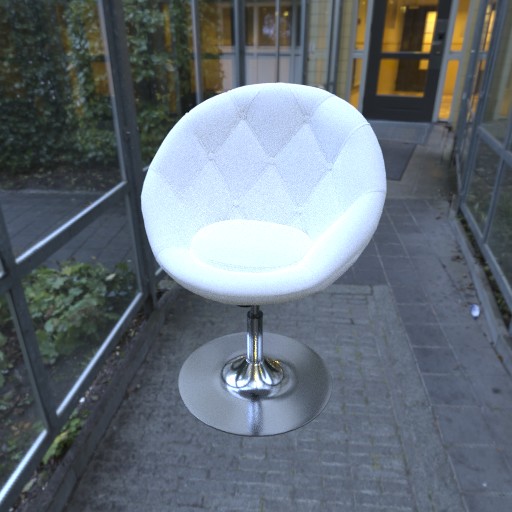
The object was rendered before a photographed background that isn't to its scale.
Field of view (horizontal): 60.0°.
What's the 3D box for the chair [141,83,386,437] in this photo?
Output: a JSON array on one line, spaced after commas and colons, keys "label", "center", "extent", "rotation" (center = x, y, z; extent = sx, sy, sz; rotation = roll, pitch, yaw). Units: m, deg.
[{"label": "chair", "center": [0.000, 0.000, 1.791], "extent": [0.940, 1.261, 0.736], "rotation": [9, 27, 17]}]
